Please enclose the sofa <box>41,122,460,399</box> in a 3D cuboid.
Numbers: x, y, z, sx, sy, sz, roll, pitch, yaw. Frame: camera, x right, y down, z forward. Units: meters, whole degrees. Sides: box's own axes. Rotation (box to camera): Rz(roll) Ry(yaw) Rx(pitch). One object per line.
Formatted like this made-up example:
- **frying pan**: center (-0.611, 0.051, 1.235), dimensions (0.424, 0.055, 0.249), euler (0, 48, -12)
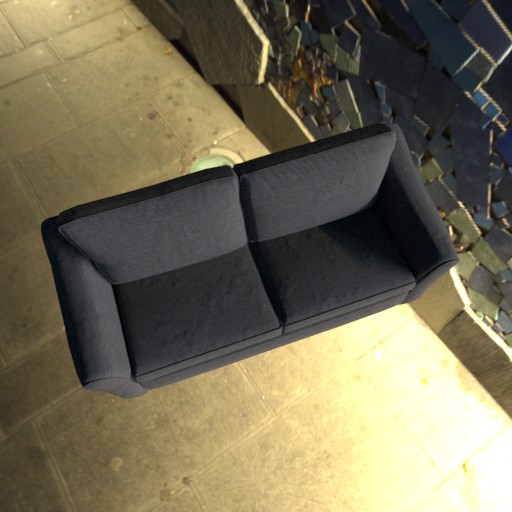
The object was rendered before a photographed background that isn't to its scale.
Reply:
- **sofa**: center (0.000, 0.000, 2.701), dimensions (2.270, 0.950, 0.971), euler (-17, 64, -9)
